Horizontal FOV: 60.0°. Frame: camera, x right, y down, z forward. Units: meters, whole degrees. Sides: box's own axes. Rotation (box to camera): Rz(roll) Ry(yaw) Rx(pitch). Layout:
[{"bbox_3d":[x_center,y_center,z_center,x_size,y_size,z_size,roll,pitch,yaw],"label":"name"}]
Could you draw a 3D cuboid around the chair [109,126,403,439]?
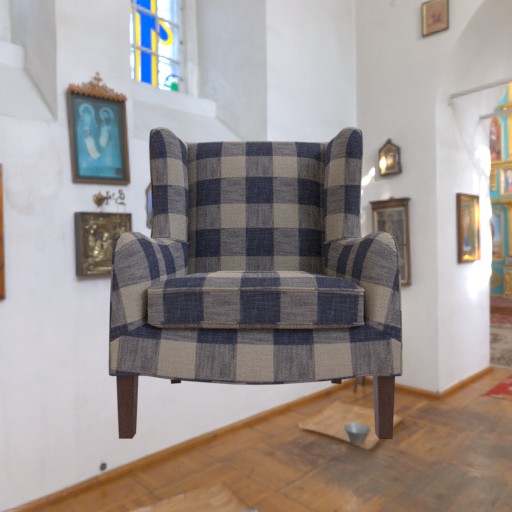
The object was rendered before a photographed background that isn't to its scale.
[{"bbox_3d":[0.000,0.000,1.661,0.830,1.041,0.889,0,0,0],"label":"chair"}]
